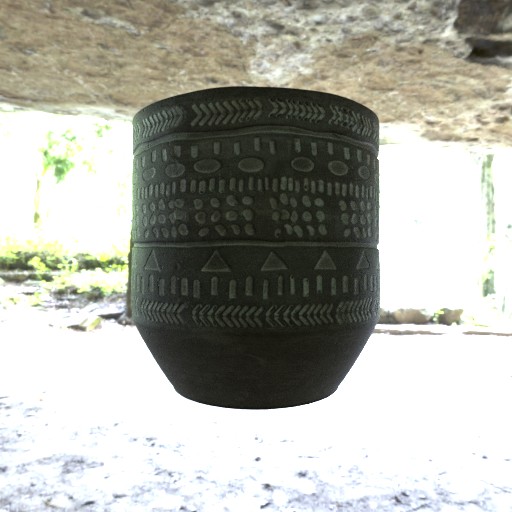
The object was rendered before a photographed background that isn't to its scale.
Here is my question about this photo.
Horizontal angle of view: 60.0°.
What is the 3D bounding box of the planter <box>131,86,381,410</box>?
[{"bbox_3d":[0.000,0.000,0.262,0.142,0.149,0.142,0,0,0],"label":"planter"}]
